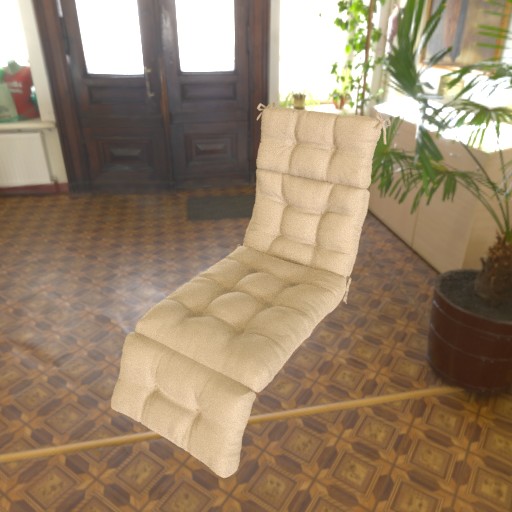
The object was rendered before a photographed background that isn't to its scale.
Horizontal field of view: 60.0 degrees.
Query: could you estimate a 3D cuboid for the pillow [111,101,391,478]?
[{"bbox_3d":[0.000,0.000,1.508,0.526,0.863,1.016,17,32,29],"label":"pillow"}]
